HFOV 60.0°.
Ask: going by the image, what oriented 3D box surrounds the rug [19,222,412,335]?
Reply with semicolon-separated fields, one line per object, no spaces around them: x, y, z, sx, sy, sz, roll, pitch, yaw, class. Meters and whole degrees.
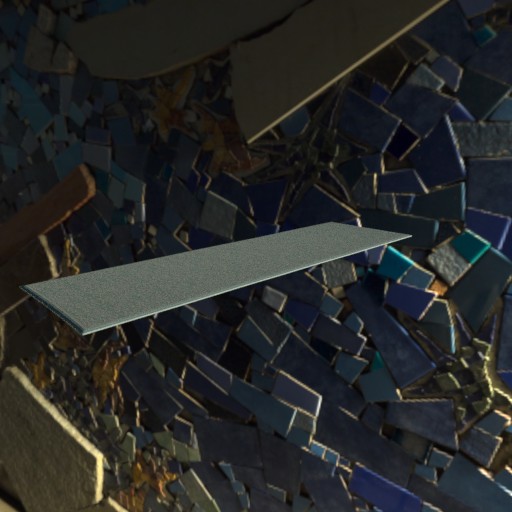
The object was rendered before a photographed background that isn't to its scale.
0.000;0.000;2.413;2.196;0.011;0.662;-14;20;-42;rug
